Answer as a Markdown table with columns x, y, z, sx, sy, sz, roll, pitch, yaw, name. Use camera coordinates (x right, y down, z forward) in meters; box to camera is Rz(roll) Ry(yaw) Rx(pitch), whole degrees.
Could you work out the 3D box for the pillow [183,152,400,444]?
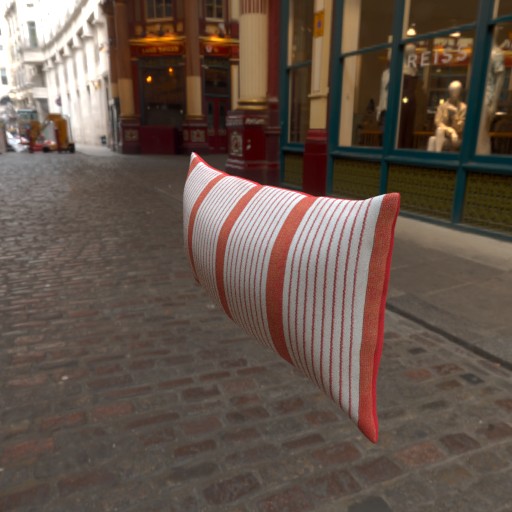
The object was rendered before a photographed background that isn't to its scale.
| x | y | z | sx | sy | sz | roll | pitch | yaw | name |
| --- | --- | --- | --- | --- | --- | --- | --- | --- | --- |
| 0.000 | 0.000 | 0.729 | 0.151 | 0.297 | 0.608 | -8 | 19 | -26 | pillow |
